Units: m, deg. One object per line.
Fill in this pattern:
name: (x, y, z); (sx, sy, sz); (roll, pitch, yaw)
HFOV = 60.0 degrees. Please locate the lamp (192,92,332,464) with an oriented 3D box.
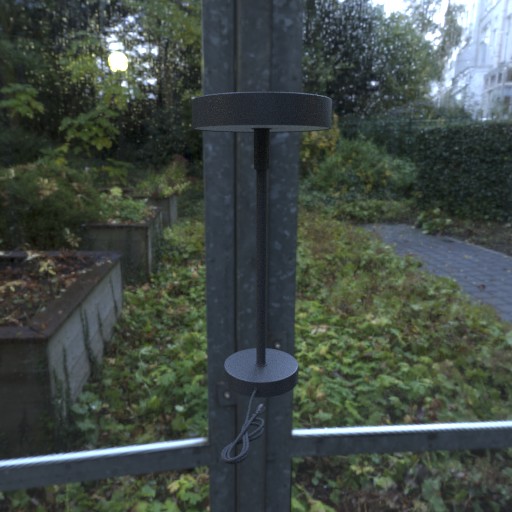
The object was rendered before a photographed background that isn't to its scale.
lamp: (0.000, 0.000, 0.717); (0.229, 0.508, 0.369); (2, 13, 8)
